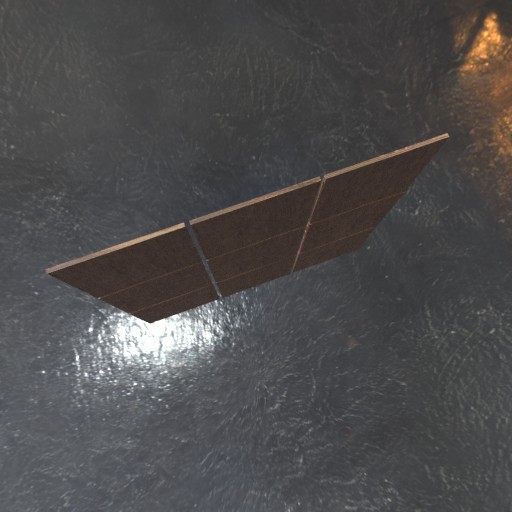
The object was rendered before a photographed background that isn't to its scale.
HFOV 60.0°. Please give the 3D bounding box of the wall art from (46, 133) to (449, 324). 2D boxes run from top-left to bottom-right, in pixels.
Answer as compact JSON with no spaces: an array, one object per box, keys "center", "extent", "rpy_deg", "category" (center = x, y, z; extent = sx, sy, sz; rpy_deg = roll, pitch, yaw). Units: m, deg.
[{"center":[0.000,0.000,1.844],"extent":[1.215,1.213,0.013],"rpy_deg":[-19,76,-5],"category":"wall art"}]
